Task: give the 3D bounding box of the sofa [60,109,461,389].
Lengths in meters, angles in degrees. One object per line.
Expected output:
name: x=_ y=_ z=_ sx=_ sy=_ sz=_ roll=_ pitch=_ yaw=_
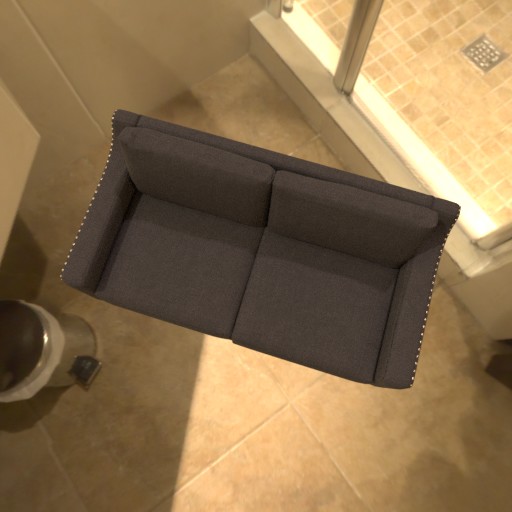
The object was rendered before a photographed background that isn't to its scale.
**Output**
sofa: x=0.000 y=0.000 z=3.352 sx=2.550 sy=1.196 sz=1.336 roll=17 pitch=76 yaw=4
